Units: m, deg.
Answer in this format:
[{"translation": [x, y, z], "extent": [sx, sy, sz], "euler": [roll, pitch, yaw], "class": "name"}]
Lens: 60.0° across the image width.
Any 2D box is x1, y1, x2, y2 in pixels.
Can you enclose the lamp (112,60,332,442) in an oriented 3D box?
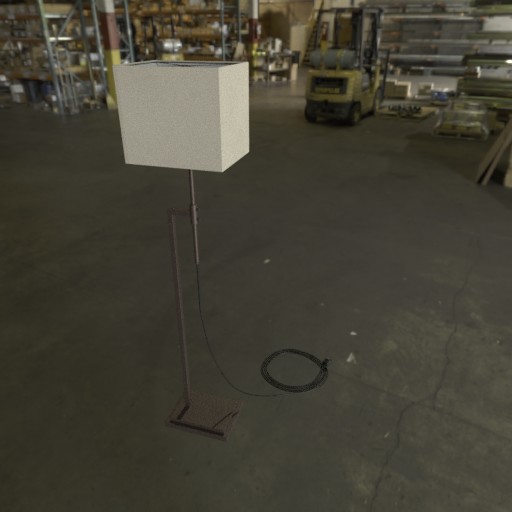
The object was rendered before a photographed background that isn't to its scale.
[{"translation": [0.000, 0.000, 1.976], "extent": [0.698, 1.600, 0.774], "euler": [8, 28, 15], "class": "lamp"}]
